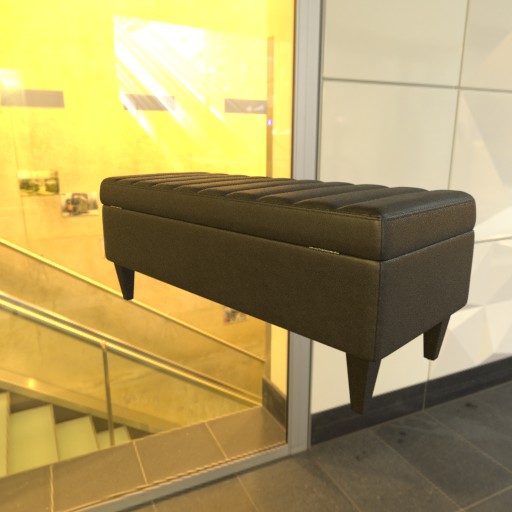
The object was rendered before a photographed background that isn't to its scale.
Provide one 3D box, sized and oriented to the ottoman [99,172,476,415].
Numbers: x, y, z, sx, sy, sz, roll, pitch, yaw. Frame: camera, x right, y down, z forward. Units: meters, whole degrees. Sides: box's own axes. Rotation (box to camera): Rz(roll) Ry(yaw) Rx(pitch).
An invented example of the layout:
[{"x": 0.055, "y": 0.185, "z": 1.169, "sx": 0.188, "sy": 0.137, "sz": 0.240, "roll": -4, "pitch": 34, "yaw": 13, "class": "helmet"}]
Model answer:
[{"x": 0.000, "y": 0.000, "z": 1.407, "sx": 0.482, "sy": 0.469, "sz": 1.151, "roll": -14, "pitch": 20, "yaw": -43, "class": "ottoman"}]
